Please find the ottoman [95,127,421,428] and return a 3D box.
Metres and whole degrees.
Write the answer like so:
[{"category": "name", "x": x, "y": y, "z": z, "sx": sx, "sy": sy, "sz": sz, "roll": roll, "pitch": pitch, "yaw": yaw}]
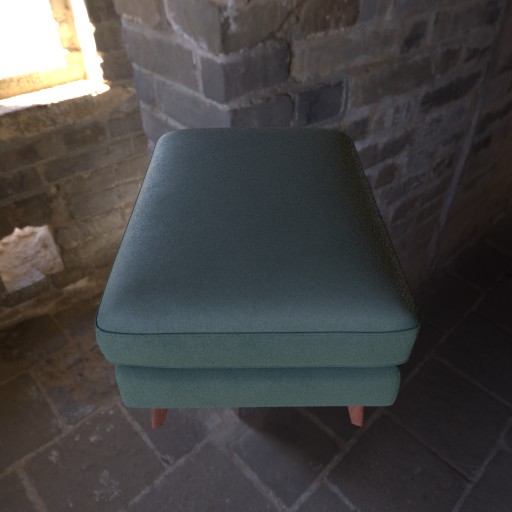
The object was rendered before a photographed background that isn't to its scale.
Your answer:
[{"category": "ottoman", "x": 0.000, "y": 0.000, "z": 1.170, "sx": 0.608, "sy": 0.449, "sz": 0.811, "roll": 0, "pitch": 41, "yaw": 0}]
